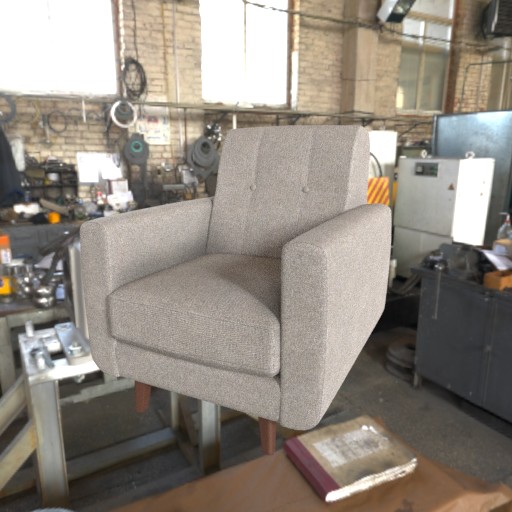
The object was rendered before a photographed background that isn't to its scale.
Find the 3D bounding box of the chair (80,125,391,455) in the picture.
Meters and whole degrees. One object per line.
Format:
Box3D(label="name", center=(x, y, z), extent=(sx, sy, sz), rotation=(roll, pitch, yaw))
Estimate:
Box3D(label="chair", center=(0.000, 0.000, 1.655), extent=(0.845, 0.968, 0.942), rotation=(7, 15, 26))
